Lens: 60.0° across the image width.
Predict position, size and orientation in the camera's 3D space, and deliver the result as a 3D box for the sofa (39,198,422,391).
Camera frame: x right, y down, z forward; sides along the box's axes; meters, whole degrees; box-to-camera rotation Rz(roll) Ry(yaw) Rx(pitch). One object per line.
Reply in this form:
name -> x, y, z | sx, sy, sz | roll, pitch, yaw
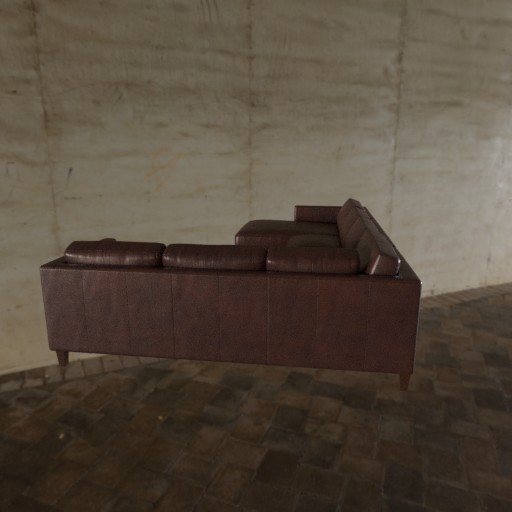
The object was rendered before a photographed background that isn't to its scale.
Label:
sofa -> 0.000, 0.000, 4.430 | 2.452, 0.891, 3.324 | 2, 14, 8
